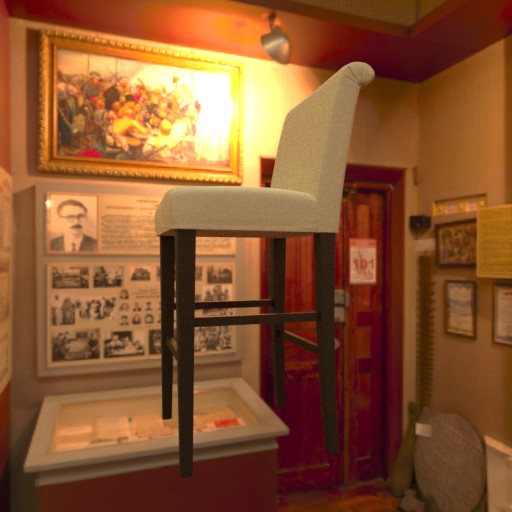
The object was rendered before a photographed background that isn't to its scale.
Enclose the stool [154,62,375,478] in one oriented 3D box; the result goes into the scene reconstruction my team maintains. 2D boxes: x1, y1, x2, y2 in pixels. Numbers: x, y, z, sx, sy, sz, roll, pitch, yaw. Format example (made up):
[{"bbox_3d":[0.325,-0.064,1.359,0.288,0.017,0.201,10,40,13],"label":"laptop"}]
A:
[{"bbox_3d":[0.000,0.000,1.415,0.597,1.124,0.452,0,0,-18],"label":"stool"}]
